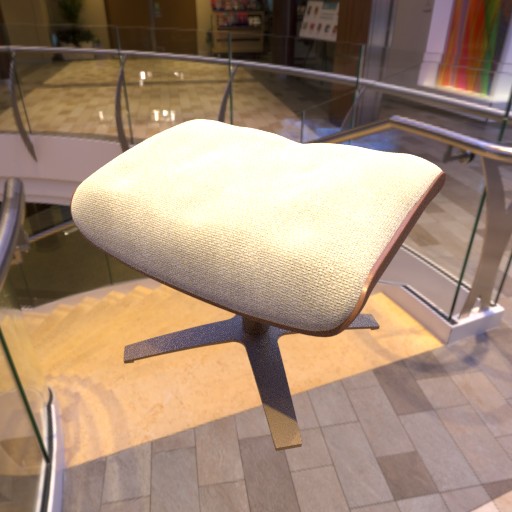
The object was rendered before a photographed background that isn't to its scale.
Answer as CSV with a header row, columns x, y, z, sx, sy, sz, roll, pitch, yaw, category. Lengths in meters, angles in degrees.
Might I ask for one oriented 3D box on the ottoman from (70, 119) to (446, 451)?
x,y,z,sx,sy,sz,roll,pitch,yaw,category
0.000,0.000,0.800,0.520,0.391,0.394,19,35,29,ottoman
